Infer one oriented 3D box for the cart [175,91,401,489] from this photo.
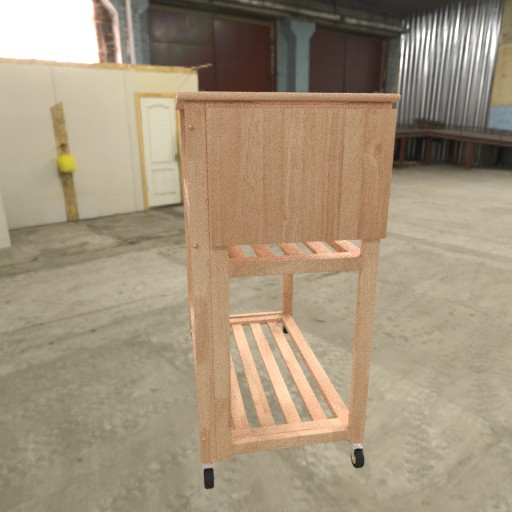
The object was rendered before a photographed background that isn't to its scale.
[{"bbox_3d":[0.000,0.000,1.336,0.432,0.879,0.853,-3,17,-10],"label":"cart"}]
